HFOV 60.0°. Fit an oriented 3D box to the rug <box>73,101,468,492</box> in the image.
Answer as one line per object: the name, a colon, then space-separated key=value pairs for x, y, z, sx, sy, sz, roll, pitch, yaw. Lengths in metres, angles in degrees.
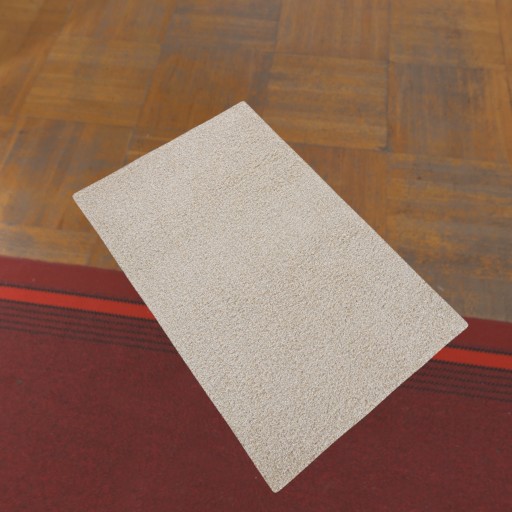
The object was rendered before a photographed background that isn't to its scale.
rug: x=0.000 y=0.000 z=3.441 sx=1.778 sy=0.030 sz=2.743 roll=-34 pitch=68 yaw=-16
